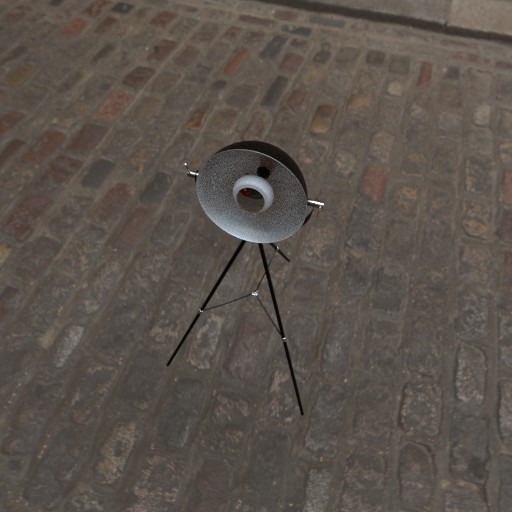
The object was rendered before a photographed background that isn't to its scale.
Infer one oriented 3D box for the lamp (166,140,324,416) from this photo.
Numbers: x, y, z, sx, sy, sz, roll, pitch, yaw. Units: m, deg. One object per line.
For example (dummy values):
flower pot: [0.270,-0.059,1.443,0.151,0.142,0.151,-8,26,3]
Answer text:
lamp: [0.000,0.000,2.032,0.817,1.512,0.920,15,60,9]
